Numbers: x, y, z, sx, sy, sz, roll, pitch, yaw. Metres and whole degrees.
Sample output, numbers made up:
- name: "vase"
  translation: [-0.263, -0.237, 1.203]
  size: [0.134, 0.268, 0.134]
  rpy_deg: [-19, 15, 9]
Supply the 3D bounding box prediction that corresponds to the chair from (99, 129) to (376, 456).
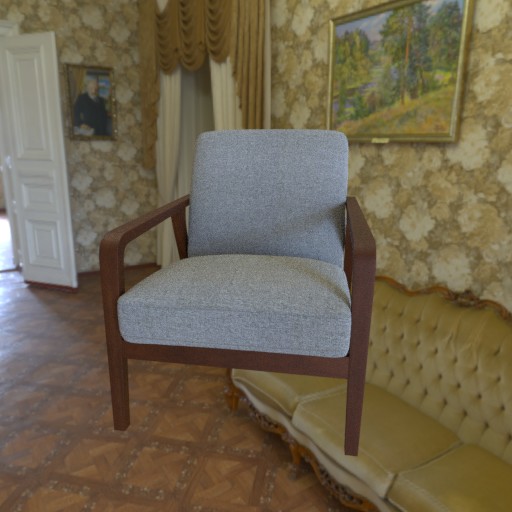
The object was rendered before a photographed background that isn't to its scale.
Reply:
- name: "chair"
  translation: [0.000, 0.000, 1.492]
  size: [0.704, 0.847, 0.858]
  rpy_deg: [2, 14, 9]
